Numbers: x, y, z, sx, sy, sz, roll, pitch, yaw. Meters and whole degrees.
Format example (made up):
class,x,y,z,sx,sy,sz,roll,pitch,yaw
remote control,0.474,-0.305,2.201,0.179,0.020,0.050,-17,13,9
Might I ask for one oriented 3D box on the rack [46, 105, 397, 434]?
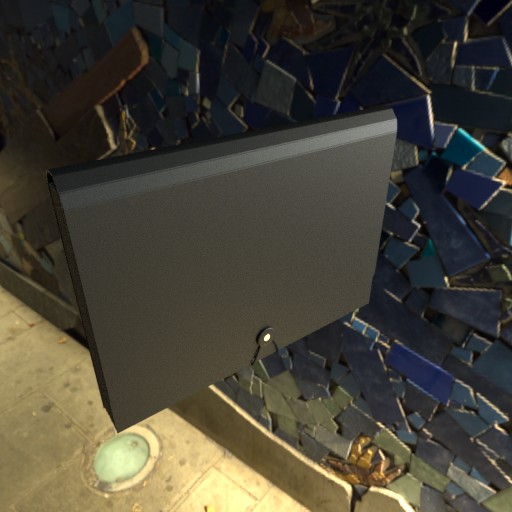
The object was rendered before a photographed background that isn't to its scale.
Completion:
class,x,y,z,sx,sy,sz,roll,pitch,yaw
rack,0.000,0.000,0.430,0.330,0.241,0.041,-20,36,-31
